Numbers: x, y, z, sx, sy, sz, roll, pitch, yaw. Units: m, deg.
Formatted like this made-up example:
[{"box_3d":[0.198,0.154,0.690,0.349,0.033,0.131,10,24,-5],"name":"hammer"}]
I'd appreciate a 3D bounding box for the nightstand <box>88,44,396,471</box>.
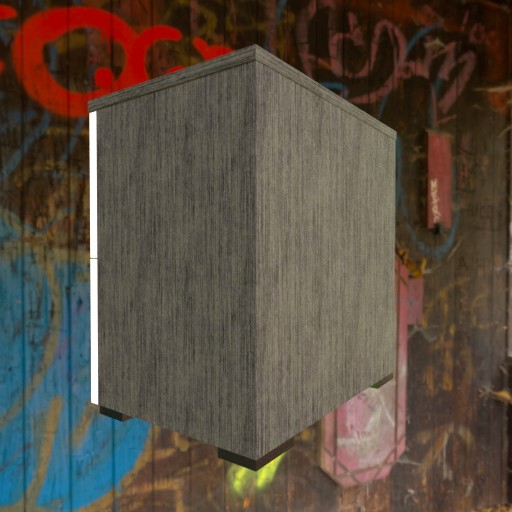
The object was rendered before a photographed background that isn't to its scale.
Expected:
[{"box_3d":[0.000,0.000,0.749,0.325,0.460,0.441,1,1,36],"name":"nightstand"}]
